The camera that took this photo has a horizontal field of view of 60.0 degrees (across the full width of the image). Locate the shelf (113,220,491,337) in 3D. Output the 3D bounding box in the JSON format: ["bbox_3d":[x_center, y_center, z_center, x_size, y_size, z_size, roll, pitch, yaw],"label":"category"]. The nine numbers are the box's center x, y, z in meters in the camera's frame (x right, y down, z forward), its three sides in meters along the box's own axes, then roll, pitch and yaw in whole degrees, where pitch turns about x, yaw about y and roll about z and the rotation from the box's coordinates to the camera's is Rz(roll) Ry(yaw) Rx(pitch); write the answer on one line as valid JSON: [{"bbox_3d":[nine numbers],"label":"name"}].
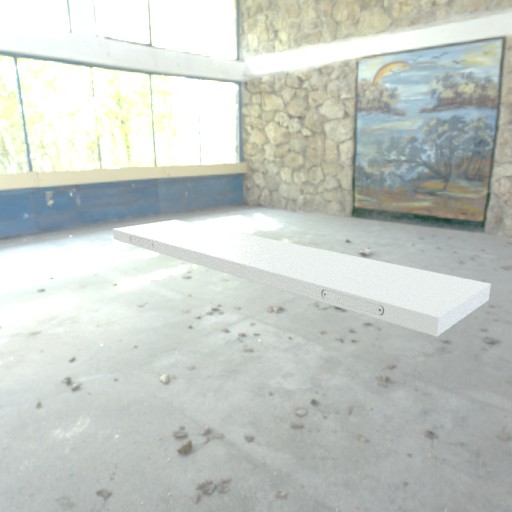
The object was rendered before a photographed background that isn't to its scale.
[{"bbox_3d":[0.000,0.000,0.663,0.610,0.020,0.140,14,20,43],"label":"shelf"}]
